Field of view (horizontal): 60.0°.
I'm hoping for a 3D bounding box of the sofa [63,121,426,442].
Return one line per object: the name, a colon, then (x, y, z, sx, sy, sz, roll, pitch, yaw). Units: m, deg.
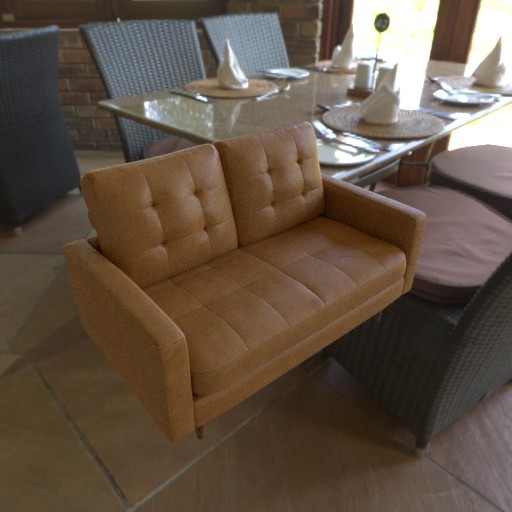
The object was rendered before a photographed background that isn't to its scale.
sofa: (0.000, 0.000, 1.991, 1.430, 0.898, 0.868, -23, 38, -33)
